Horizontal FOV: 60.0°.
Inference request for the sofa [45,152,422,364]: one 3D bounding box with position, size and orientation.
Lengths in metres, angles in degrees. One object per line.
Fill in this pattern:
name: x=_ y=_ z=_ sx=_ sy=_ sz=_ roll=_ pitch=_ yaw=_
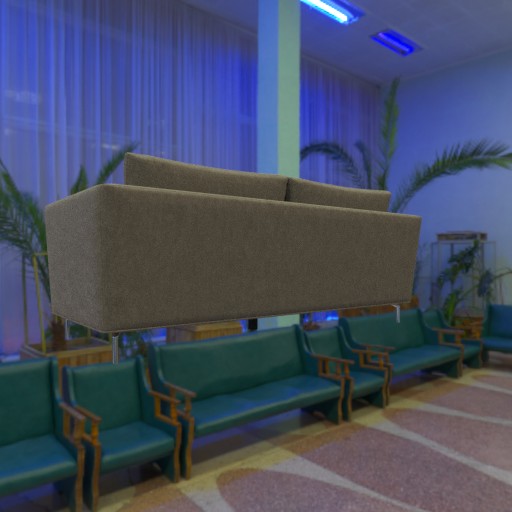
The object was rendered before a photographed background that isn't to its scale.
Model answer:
sofa: x=0.000 y=0.000 z=2.597 sx=2.121 sy=0.864 sz=0.889 roll=0 pitch=-1 yaw=-37
